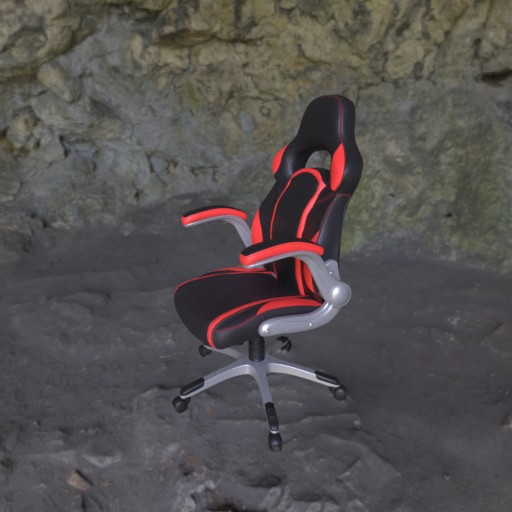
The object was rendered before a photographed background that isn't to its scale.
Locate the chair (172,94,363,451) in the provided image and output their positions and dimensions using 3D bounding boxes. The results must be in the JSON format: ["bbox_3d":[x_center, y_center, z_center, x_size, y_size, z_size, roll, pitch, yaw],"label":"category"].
[{"bbox_3d":[0.000,0.000,1.686,0.712,1.165,0.758,-9,20,-25],"label":"chair"}]
